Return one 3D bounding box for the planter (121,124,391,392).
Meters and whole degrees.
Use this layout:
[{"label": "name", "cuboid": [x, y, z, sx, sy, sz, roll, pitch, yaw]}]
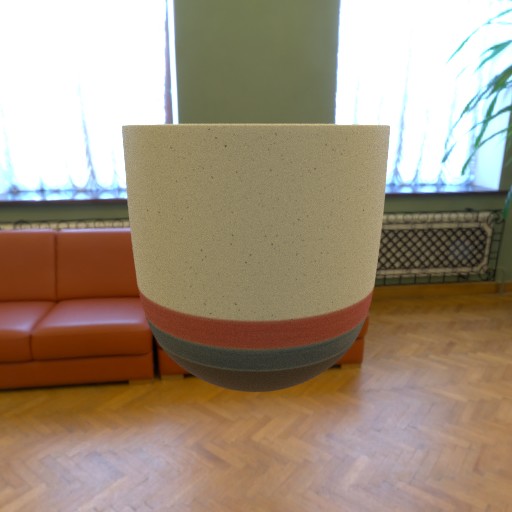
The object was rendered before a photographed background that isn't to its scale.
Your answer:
[{"label": "planter", "cuboid": [0.000, 0.000, 0.378, 0.204, 0.214, 0.204, 0, 16, 0]}]
